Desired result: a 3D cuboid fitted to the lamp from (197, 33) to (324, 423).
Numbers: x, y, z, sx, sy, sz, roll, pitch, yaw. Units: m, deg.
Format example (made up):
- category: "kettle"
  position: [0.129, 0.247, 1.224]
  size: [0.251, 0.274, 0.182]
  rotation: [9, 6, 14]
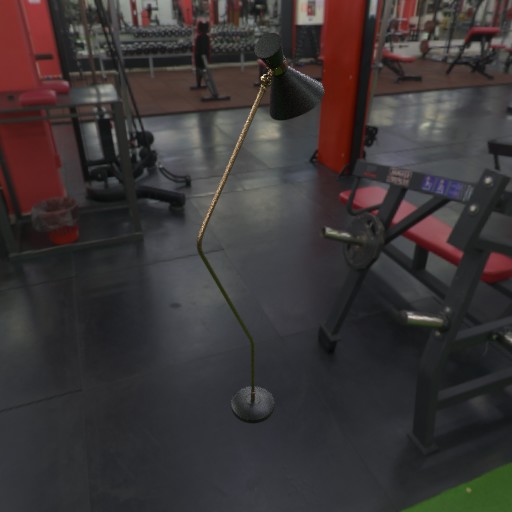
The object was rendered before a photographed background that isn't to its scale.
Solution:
- category: "lamp"
  position: [0.000, 0.000, 1.597]
  size: [0.467, 1.438, 0.277]
  rotation: [-10, 32, -16]
